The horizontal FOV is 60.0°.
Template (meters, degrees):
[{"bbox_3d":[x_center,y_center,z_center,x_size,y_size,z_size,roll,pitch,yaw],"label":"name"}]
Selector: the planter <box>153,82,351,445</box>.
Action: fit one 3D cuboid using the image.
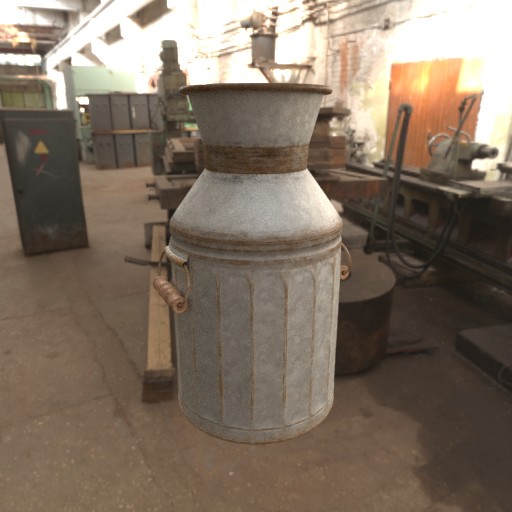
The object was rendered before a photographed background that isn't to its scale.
[{"bbox_3d":[0.000,0.000,0.557,0.245,0.396,0.214,-9,20,-26],"label":"planter"}]
